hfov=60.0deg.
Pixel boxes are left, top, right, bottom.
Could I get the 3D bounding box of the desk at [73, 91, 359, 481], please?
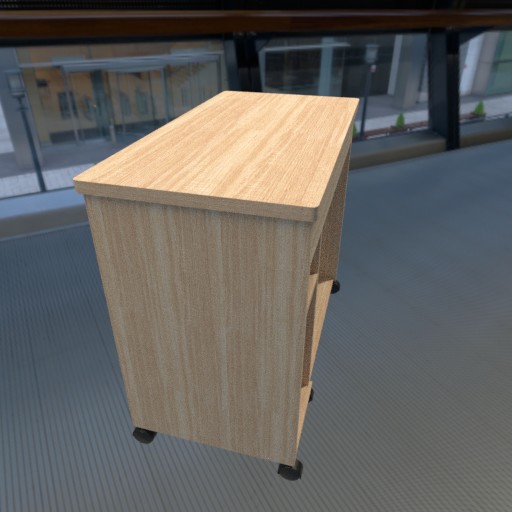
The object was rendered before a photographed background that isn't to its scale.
[{"bbox_3d":[0.000,0.000,1.342,0.480,0.770,0.884,8,32,13],"label":"desk"}]
